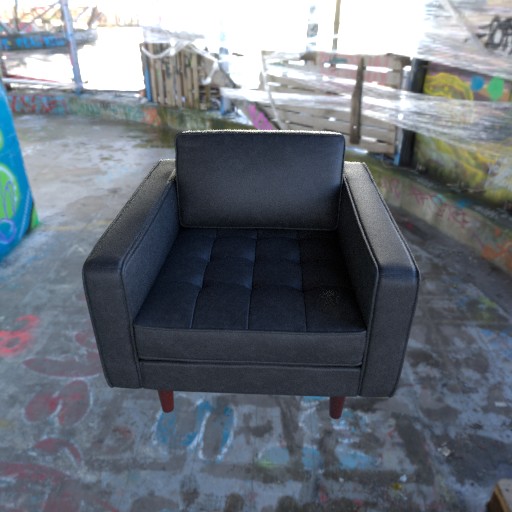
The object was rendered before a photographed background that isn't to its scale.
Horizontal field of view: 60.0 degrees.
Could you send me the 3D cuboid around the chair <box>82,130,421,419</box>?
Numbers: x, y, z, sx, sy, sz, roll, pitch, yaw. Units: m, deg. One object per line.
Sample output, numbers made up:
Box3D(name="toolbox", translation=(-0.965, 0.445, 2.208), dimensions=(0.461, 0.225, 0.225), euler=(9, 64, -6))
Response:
Box3D(name="chair", translation=(0.000, 0.000, 1.587), dimensions=(0.889, 0.763, 0.914), euler=(1, 30, 2))
